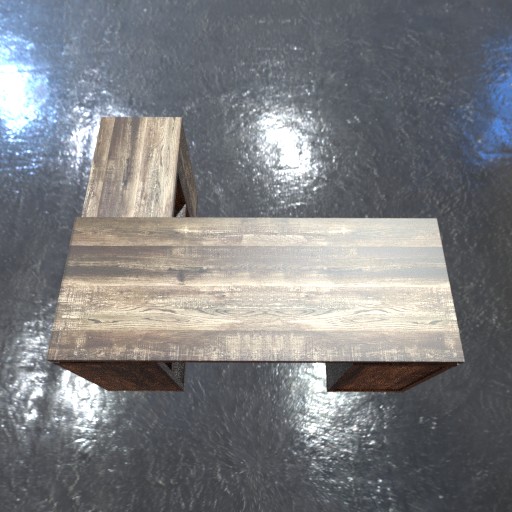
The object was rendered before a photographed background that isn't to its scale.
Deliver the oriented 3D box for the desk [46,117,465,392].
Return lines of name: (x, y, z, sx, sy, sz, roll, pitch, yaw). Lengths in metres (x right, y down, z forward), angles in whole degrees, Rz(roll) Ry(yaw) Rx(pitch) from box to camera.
desk: (0.000, 0.000, 2.209, 1.524, 0.753, 1.200, 0, 65, 0)
